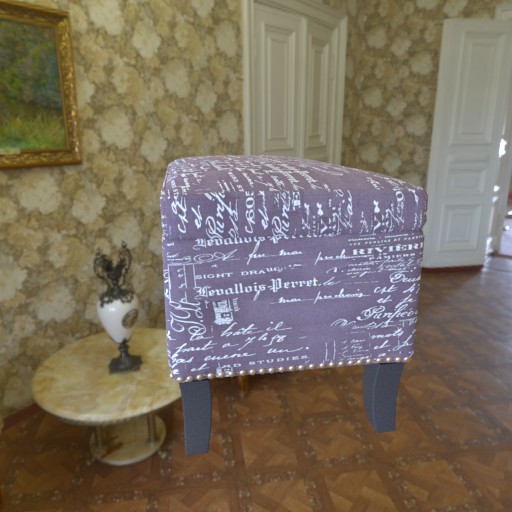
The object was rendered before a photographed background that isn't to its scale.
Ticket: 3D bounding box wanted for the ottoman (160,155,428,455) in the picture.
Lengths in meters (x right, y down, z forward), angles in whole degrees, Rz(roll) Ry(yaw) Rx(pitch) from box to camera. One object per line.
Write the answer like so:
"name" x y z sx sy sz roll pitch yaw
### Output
"ottoman" 0.000 0.000 1.058 0.406 0.457 0.813 -3 15 -9
